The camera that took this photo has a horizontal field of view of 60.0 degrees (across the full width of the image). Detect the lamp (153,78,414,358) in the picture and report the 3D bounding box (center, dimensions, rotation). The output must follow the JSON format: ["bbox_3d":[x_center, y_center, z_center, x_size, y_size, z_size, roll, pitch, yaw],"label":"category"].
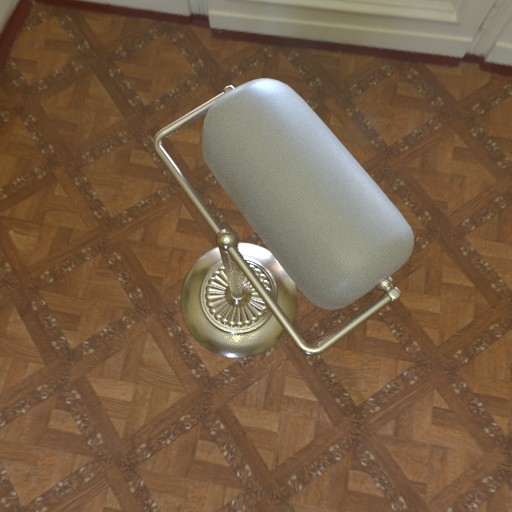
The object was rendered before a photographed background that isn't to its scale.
[{"bbox_3d":[0.000,0.000,0.521,0.243,0.339,0.264,-34,77,-9],"label":"lamp"}]
